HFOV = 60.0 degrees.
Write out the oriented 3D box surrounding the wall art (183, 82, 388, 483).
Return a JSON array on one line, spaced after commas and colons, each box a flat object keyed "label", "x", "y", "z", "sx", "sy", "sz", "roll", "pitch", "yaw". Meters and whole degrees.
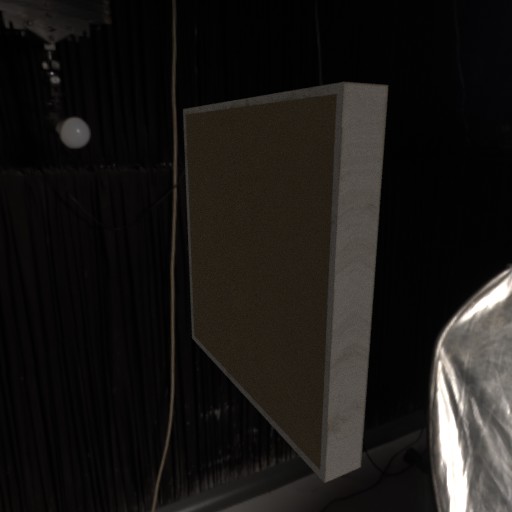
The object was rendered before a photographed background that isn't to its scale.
[{"label": "wall art", "x": 0.000, "y": 0.000, "z": 0.457, "sx": 0.038, "sy": 0.303, "sz": 0.305, "roll": -8, "pitch": 17, "yaw": -27}]
